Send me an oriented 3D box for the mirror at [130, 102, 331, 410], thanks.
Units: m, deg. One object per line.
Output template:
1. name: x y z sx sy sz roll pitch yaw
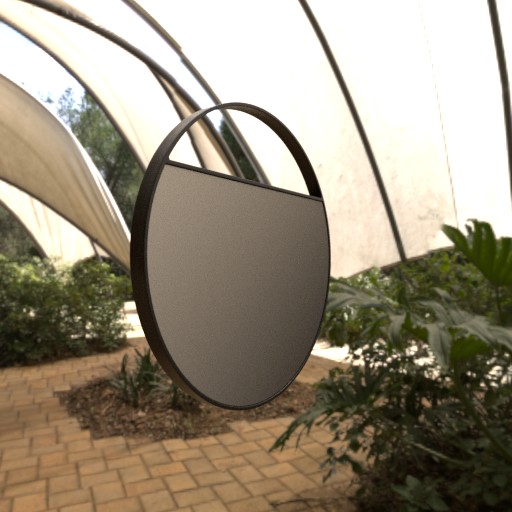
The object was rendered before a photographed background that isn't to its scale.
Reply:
1. mirror: 0.000 0.000 0.852 0.032 0.565 0.565 -1 -2 37
